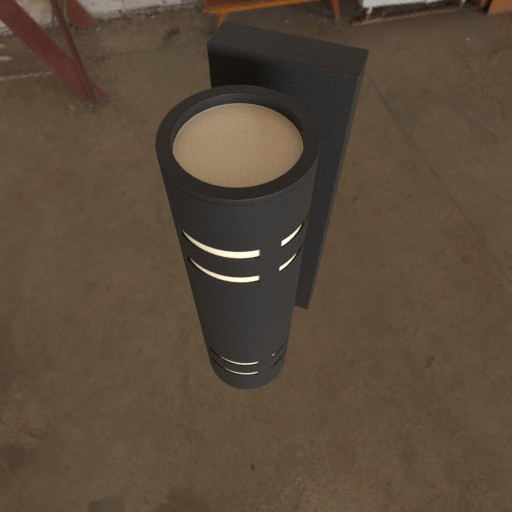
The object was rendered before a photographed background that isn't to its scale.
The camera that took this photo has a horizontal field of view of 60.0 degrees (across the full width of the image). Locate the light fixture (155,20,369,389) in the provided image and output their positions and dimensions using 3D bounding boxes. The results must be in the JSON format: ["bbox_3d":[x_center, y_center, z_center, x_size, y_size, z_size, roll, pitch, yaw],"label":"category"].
[{"bbox_3d":[0.000,0.000,0.398,0.105,0.330,0.149,17,59,11],"label":"light fixture"}]
